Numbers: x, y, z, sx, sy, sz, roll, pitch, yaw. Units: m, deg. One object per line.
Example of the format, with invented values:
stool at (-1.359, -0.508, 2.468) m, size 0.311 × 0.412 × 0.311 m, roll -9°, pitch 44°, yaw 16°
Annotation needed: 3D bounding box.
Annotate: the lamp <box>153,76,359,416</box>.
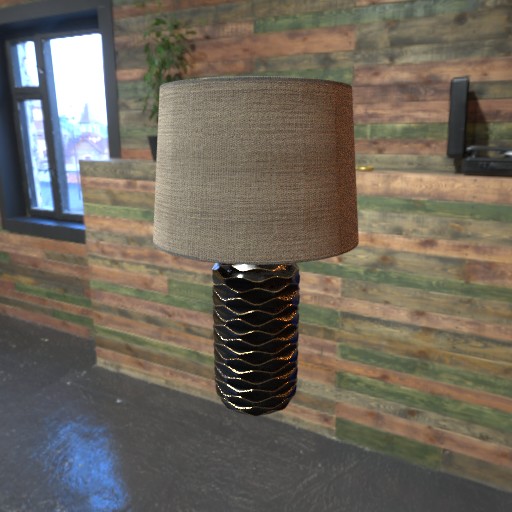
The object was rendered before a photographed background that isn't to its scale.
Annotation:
lamp at (0.000, 0.000, 0.839) m, size 0.376 × 0.594 × 0.376 m, roll 0°, pitch 15°, yaw 0°
